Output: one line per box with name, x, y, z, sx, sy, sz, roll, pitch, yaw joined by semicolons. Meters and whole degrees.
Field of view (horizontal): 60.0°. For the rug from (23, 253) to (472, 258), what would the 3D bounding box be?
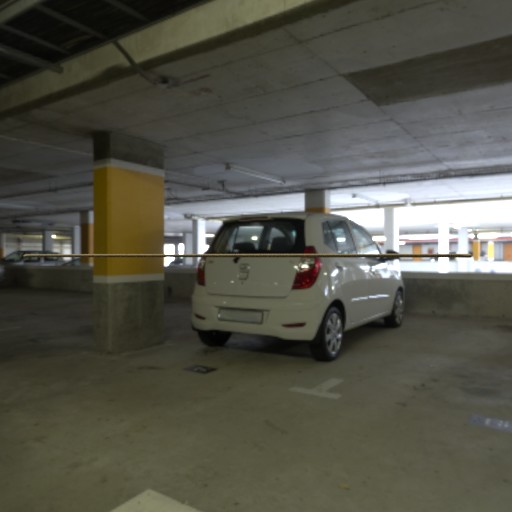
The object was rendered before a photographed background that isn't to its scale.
rug;0.000;0.000;2.076;1.667;0.013;1.062;0;0;16
